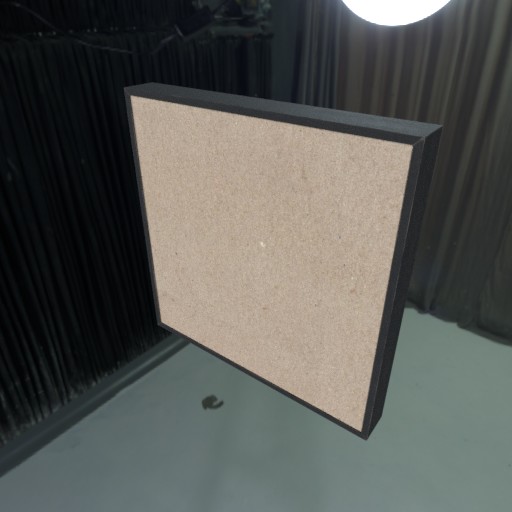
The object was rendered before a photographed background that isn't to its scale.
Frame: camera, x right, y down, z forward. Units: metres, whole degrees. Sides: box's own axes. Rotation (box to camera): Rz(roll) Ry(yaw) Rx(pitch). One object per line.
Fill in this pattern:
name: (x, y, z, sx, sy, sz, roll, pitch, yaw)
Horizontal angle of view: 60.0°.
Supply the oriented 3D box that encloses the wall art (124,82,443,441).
wall art: (0.000, 0.000, 0.458, 0.305, 0.305, 0.038, 21, 36, 31)
